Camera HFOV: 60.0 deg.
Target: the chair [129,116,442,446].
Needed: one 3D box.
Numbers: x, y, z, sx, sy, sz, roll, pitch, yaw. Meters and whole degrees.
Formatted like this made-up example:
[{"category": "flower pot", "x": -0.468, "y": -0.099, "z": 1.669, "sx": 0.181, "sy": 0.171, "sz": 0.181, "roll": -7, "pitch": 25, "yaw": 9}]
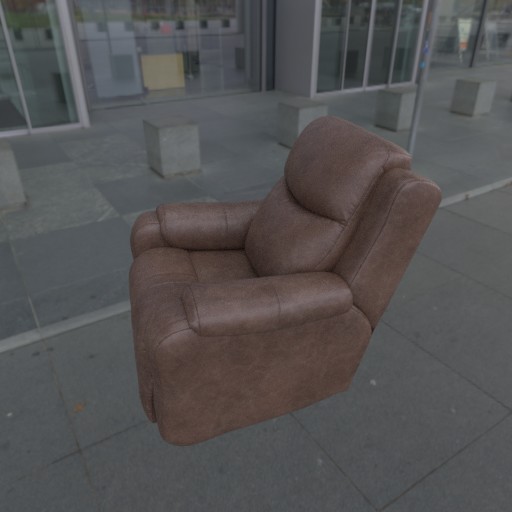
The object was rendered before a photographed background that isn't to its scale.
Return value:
[{"category": "chair", "x": 0.000, "y": 0.000, "z": 1.810, "sx": 1.067, "sy": 0.990, "sz": 0.940, "roll": -9, "pitch": 31, "yaw": -15}]
